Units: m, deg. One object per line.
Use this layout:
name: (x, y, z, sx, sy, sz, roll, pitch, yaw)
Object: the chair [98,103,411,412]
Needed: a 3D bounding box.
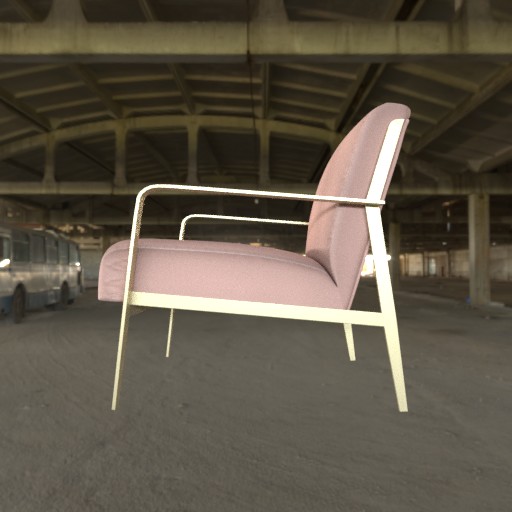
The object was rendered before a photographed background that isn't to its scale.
chair: (0.000, 0.000, 1.478, 0.848, 0.823, 0.701, 0, -1, 0)
